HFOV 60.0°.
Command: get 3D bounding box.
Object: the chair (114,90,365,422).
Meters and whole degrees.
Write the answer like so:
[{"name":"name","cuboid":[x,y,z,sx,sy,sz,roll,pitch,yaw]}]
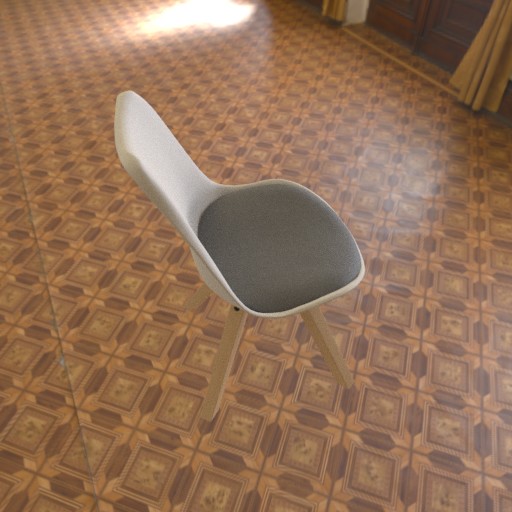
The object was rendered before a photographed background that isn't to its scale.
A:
[{"name":"chair","cuboid":[0.000,0.000,1.172,0.550,0.850,0.485,-10,47,-9]}]
